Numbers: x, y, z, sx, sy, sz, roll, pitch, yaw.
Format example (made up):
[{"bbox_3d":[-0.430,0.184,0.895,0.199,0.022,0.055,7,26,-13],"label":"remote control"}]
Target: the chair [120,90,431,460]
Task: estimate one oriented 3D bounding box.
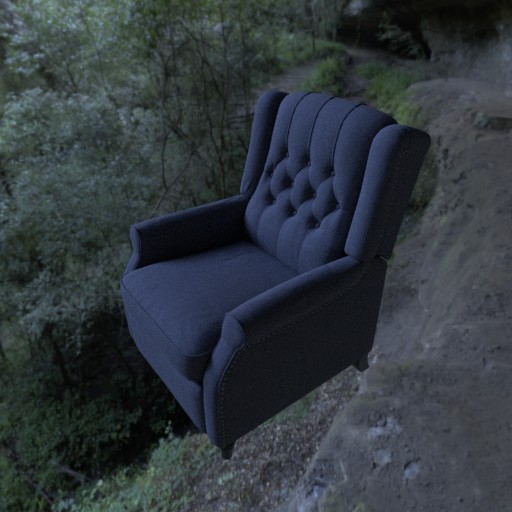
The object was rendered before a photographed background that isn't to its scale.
[{"bbox_3d":[0.000,0.000,1.618,0.898,1.035,0.742,-22,39,-31],"label":"chair"}]
